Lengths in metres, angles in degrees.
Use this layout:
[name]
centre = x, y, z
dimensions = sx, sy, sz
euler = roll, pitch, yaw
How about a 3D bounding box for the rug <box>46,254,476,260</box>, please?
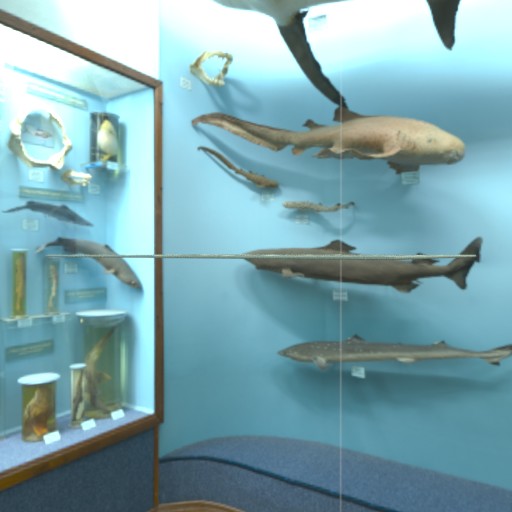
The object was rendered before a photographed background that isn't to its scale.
[rug]
centre = 0.000, 0.000, 2.818
dimensions = 2.290, 0.014, 1.526
euler = 0, 0, 36
